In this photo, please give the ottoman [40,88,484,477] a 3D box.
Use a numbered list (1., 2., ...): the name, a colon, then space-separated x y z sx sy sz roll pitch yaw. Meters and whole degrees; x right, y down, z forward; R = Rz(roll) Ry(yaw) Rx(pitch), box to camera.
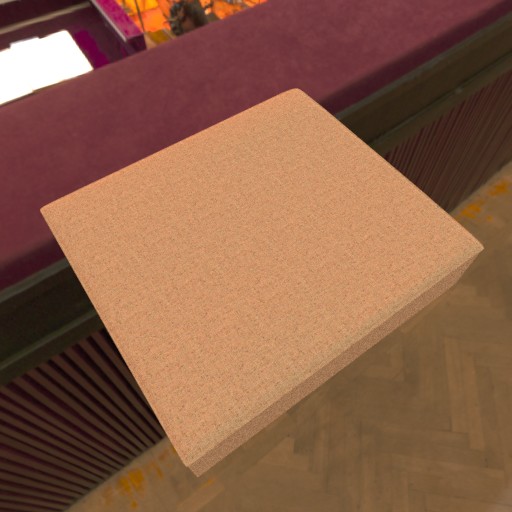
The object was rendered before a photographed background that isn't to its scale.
1. ottoman: 0.000 0.000 1.208 0.835 0.303 0.736 -31 63 -18
